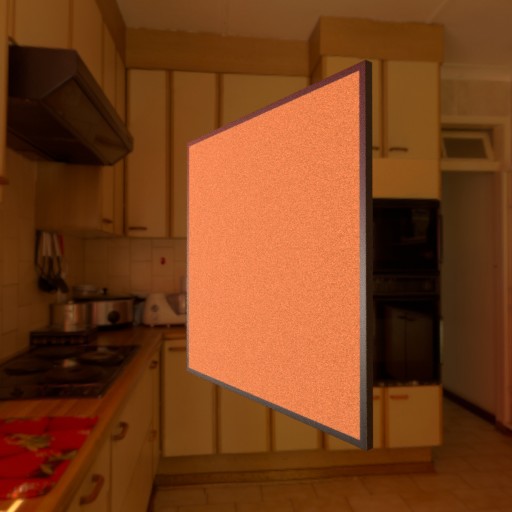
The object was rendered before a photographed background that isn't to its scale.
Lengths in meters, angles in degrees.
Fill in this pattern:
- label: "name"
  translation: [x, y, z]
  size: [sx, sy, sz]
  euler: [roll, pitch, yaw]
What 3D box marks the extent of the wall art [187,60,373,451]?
- label: "wall art"
  translation: [0.000, 0.000, 0.707]
  size: [0.012, 0.458, 0.457]
  euler: [0, -1, -36]
